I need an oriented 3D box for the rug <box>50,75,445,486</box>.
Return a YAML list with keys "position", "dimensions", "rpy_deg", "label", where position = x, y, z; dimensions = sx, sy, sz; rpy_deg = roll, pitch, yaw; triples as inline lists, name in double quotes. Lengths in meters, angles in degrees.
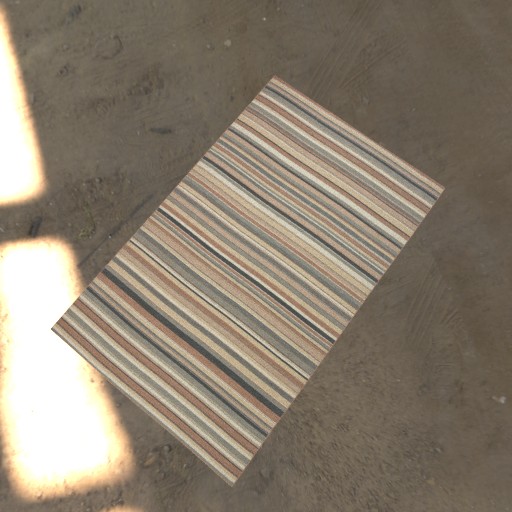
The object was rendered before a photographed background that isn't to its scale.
- position: [0.000, 0.000, 3.021]
  dimensions: [1.523, 0.014, 2.438]
  rpy_deg: [37, 78, 9]
  label: "rug"
